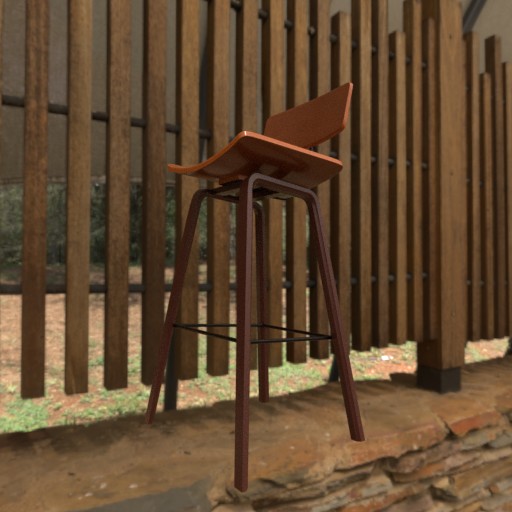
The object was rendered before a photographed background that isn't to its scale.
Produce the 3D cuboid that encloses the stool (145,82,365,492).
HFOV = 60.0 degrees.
[{"bbox_3d":[0.000,0.000,1.238,0.440,0.969,0.509,1,-2,-36],"label":"stool"}]
